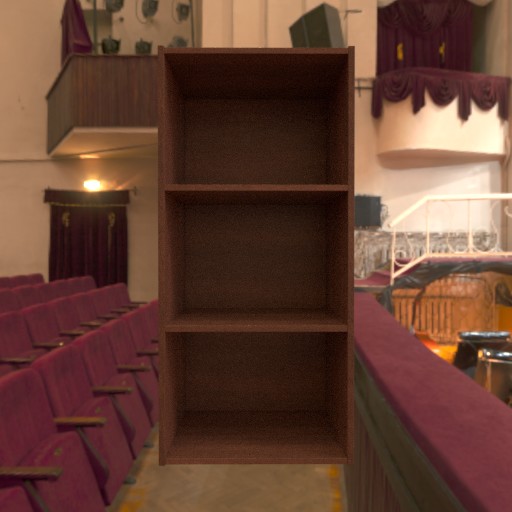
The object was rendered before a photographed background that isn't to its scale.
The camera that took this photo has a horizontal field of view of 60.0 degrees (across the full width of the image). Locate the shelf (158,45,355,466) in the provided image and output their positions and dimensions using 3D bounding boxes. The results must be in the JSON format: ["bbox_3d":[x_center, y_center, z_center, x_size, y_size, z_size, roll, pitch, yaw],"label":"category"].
[{"bbox_3d":[0.000,0.000,1.072,0.414,0.879,0.290,0,1,0],"label":"shelf"}]
